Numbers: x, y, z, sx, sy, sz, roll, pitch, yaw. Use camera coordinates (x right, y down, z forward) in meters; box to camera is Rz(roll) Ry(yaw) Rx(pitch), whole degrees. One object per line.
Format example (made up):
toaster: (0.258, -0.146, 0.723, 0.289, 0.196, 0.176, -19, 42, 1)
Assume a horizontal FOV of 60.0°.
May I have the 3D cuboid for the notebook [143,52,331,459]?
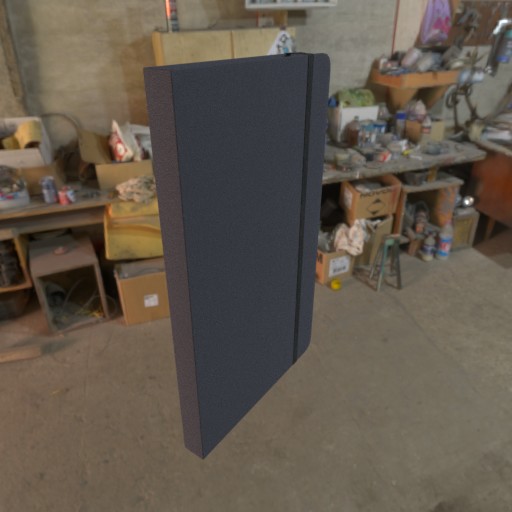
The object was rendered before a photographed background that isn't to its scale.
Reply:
notebook: (0.000, 0.000, 0.260, 0.016, 0.213, 0.127, 19, 33, 31)
